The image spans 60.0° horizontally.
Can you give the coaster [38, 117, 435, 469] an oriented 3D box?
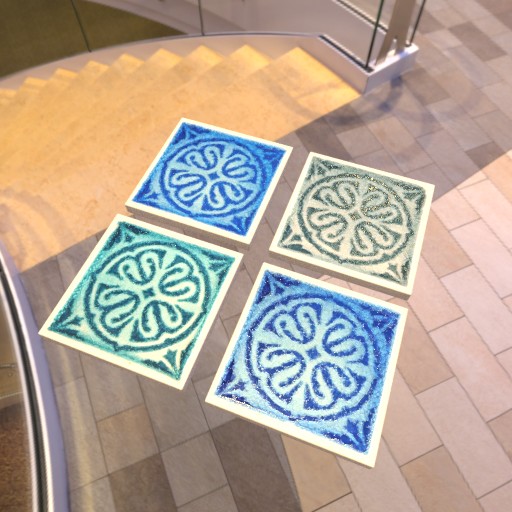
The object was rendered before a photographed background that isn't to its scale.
[{"bbox_3d":[0.000,0.000,0.319,0.219,0.010,0.214,18,61,10],"label":"coaster"}]
